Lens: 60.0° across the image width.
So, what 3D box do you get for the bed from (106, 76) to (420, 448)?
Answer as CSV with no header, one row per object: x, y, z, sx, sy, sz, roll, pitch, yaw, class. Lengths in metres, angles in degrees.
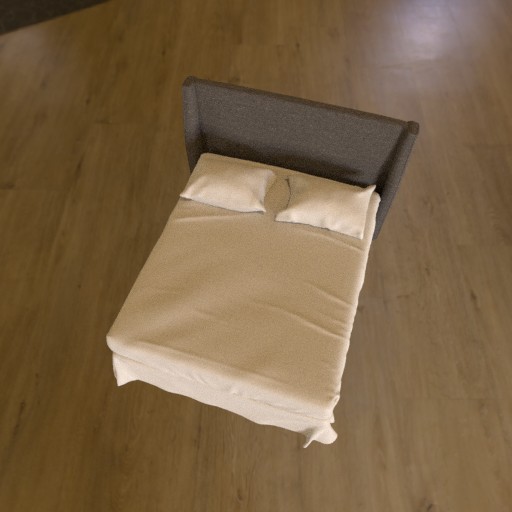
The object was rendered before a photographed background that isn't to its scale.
0.000,0.000,3.488,1.925,1.332,2.276,15,59,9,bed
